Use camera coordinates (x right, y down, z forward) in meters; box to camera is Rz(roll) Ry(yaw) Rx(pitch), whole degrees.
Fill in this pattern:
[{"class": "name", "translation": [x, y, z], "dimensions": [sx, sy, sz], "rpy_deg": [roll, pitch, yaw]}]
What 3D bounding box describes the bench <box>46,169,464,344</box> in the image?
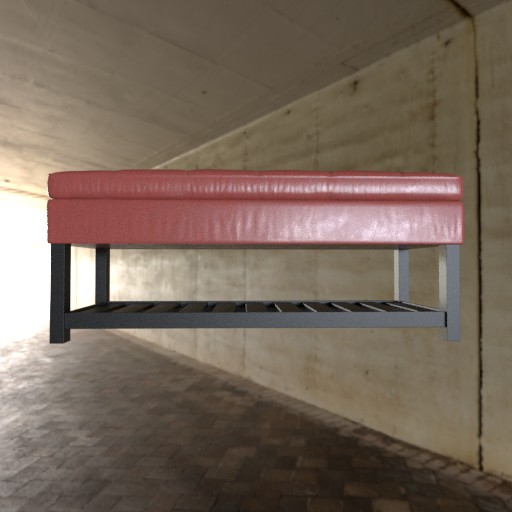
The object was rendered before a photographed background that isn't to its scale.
[{"class": "bench", "translation": [0.000, 0.000, 1.364], "dimensions": [1.105, 0.460, 0.432], "rpy_deg": [0, -1, -2]}]
